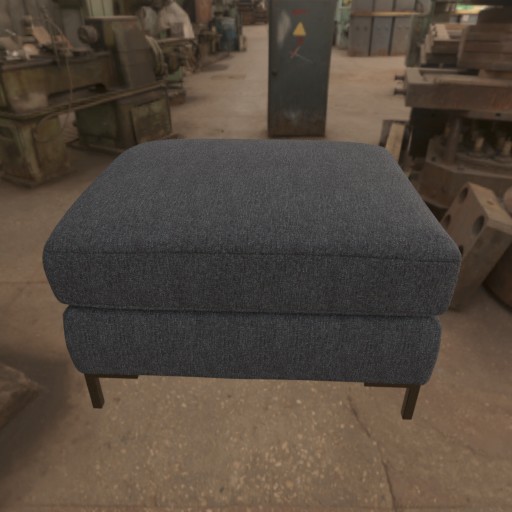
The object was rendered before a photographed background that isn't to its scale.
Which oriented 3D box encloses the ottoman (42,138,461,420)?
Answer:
[{"bbox_3d":[0.000,0.000,1.243,0.831,0.533,0.695,1,31,2],"label":"ottoman"}]
